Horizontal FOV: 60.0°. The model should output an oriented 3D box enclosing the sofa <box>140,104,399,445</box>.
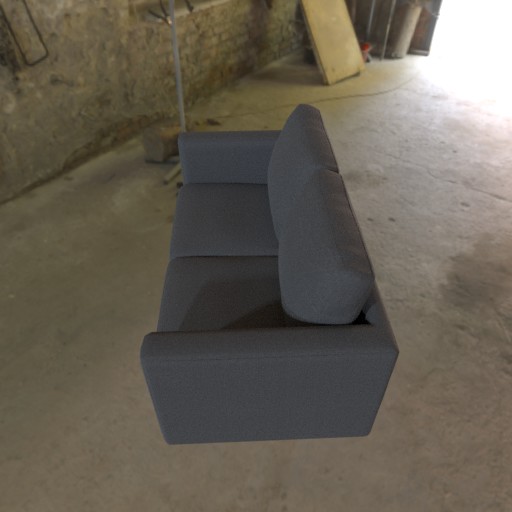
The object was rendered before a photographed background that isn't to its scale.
[{"bbox_3d":[0.000,0.000,1.967,0.796,0.908,1.430,-2,43,-2],"label":"sofa"}]
